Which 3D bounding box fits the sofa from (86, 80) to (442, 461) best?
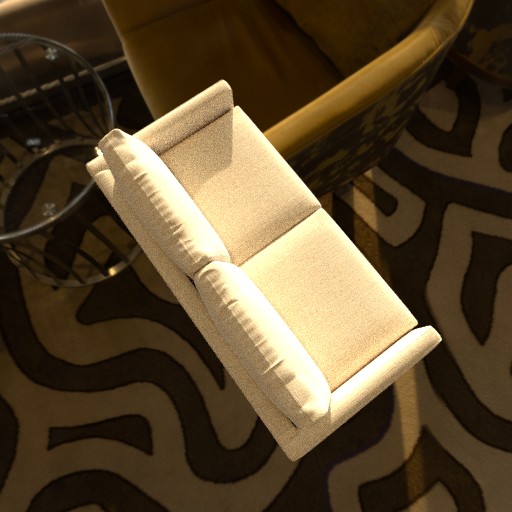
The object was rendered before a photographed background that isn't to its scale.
[{"bbox_3d":[0.000,0.000,2.155,0.839,0.812,1.651,-35,77,-9],"label":"sofa"}]
